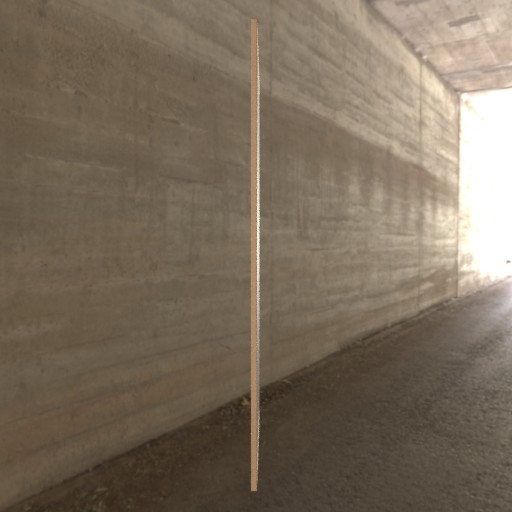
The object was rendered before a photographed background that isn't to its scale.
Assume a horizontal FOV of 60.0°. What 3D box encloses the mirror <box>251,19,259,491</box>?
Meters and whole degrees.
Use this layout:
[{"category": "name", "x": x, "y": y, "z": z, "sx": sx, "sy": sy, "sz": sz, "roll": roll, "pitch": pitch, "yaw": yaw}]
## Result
[{"category": "mirror", "x": 0.000, "y": 0.000, "z": 2.314, "sx": 0.026, "sy": 2.031, "sz": 0.812, "roll": 0, "pitch": 1, "yaw": 1}]
